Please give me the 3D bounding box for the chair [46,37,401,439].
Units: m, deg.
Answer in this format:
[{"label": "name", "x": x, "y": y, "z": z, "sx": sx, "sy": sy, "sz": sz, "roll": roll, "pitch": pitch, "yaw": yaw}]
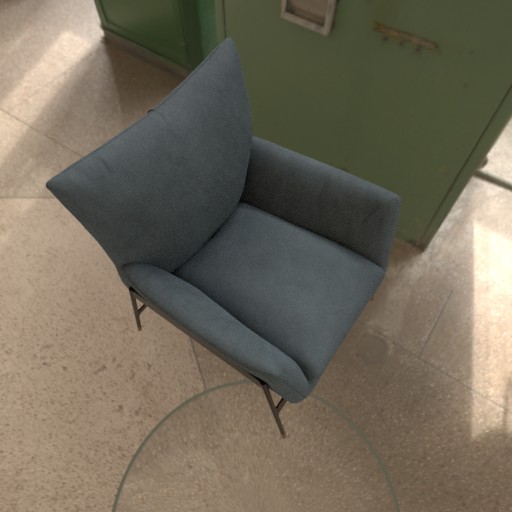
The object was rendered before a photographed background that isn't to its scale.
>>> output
[{"label": "chair", "x": 0.000, "y": 0.000, "z": 1.372, "sx": 0.709, "sy": 0.858, "sz": 0.678, "roll": 31, "pitch": 64, "yaw": 18}]
